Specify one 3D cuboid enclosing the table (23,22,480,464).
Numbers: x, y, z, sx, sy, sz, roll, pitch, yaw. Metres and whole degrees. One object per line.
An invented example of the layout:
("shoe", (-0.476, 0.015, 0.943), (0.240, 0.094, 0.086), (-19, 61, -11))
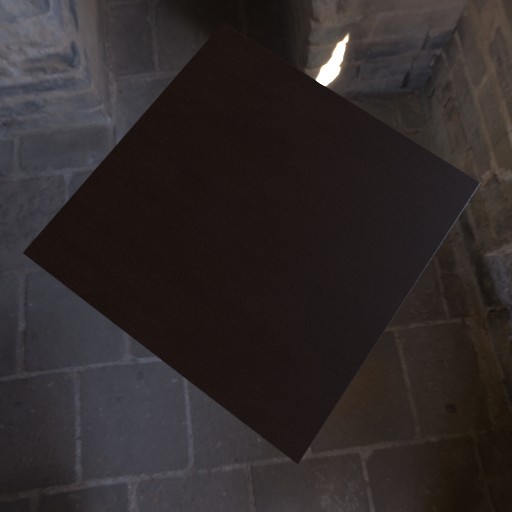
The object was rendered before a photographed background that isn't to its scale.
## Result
("table", (0.000, 0.000, 1.386), (0.749, 0.770, 0.749), (35, 79, 8))
